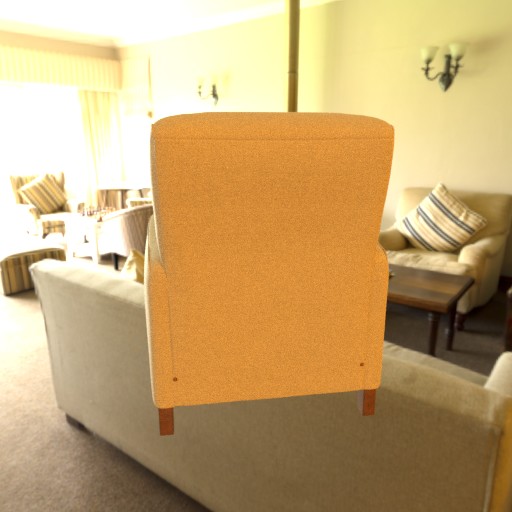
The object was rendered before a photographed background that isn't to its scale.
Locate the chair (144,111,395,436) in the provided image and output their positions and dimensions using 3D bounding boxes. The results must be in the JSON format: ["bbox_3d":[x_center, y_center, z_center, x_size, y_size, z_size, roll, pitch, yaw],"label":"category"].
[{"bbox_3d":[0.000,0.000,1.713,0.841,1.023,0.858,-2,15,-9],"label":"chair"}]
